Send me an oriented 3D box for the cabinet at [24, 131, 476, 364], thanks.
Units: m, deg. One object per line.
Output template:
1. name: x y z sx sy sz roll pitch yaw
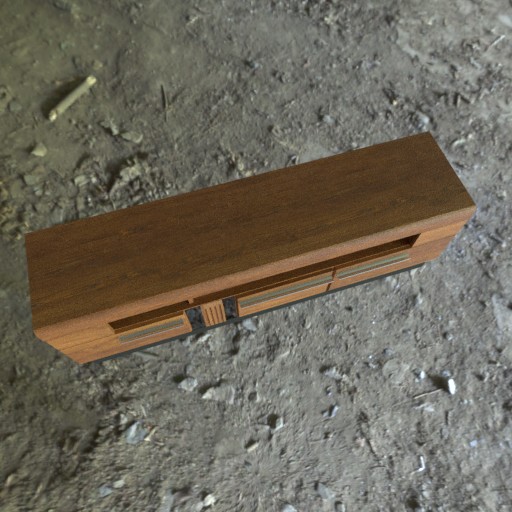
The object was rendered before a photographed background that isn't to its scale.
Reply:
1. cabinet: 0.000 0.000 1.827 1.600 0.510 0.419 -16 64 -8
